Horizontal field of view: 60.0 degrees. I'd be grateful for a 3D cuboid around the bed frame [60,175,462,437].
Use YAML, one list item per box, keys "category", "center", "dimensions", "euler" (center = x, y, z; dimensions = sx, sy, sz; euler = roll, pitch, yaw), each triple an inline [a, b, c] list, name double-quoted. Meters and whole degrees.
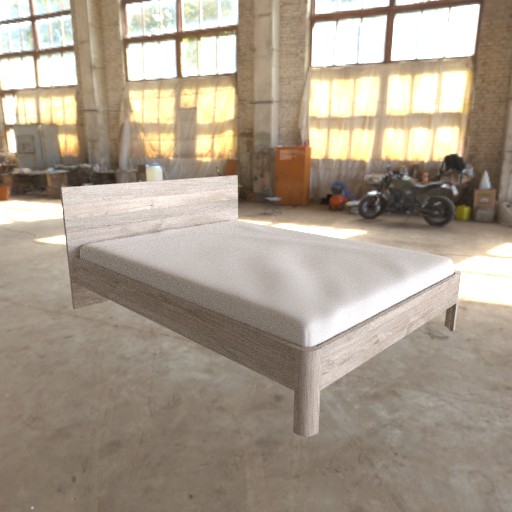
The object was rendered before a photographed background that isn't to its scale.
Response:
- category: "bed frame"
  center: [0.000, 0.000, 2.704]
  dimensions: [1.950, 0.800, 1.490]
  euler: [14, 20, 43]
